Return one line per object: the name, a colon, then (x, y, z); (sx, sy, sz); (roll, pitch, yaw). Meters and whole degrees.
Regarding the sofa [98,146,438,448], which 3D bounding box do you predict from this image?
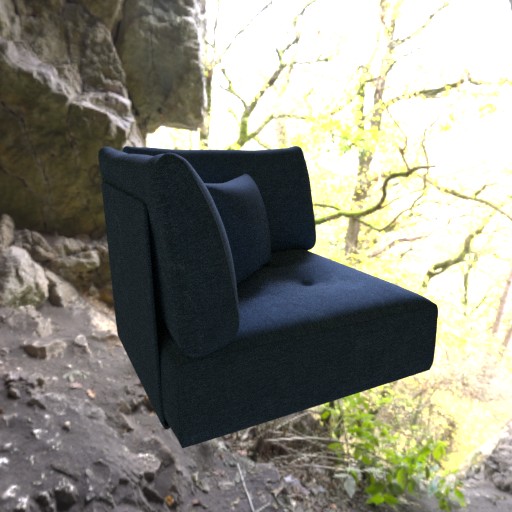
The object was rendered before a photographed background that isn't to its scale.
sofa: (0.000, 0.000, 1.716); (1.000, 0.820, 1.000); (-7, 16, -26)
